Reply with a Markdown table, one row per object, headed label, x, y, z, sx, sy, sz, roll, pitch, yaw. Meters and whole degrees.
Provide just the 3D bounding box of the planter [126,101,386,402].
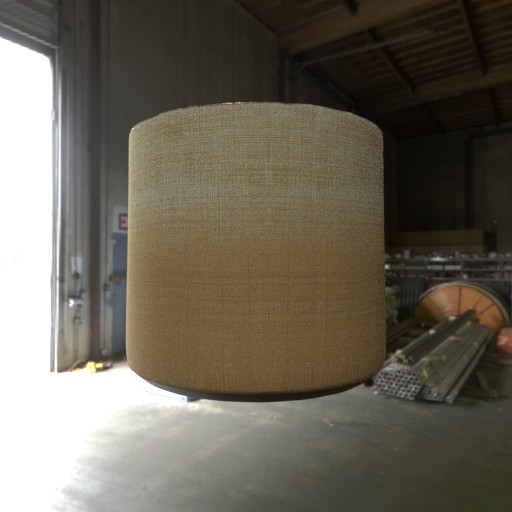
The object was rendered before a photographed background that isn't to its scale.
| label | x | y | z | sx | sy | sz | roll | pitch | yaw |
| --- | --- | --- | --- | --- | --- | --- | --- | --- | --- |
| planter | 0.000 | 0.000 | 0.393 | 0.221 | 0.201 | 0.221 | 0 | 0 | 0 |
